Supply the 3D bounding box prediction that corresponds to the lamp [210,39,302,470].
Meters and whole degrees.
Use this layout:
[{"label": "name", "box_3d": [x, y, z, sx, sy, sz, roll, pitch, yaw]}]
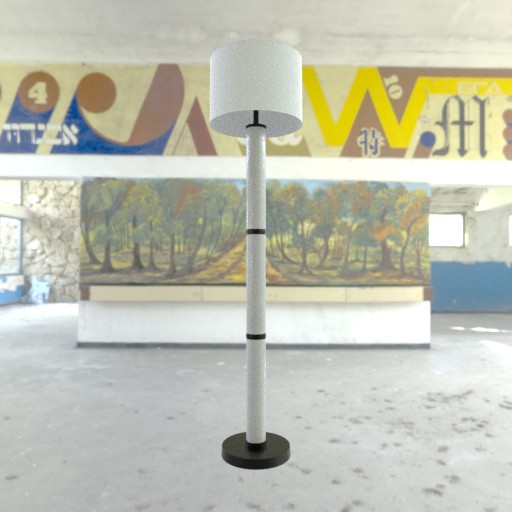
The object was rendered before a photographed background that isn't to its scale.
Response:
[{"label": "lamp", "box_3d": [0.000, 0.000, 1.803, 0.377, 1.599, 0.377, 0, -1, 0]}]
